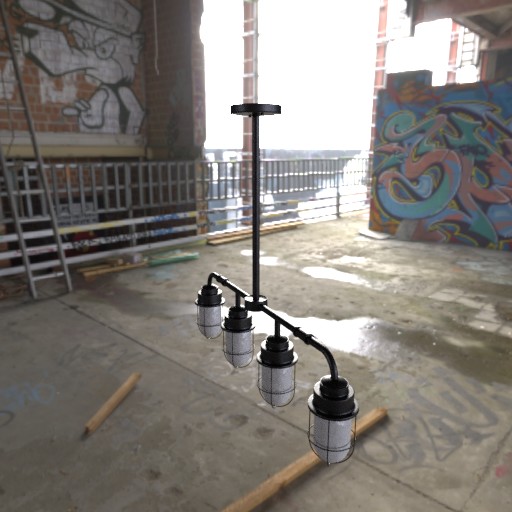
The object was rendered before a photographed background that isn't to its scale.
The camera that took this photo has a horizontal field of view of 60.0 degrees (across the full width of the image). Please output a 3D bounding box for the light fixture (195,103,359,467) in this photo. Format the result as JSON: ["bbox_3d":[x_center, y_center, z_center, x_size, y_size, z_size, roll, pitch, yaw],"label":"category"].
[{"bbox_3d":[0.000,0.000,1.217,0.131,0.785,0.852,-7,15,-26],"label":"light fixture"}]
